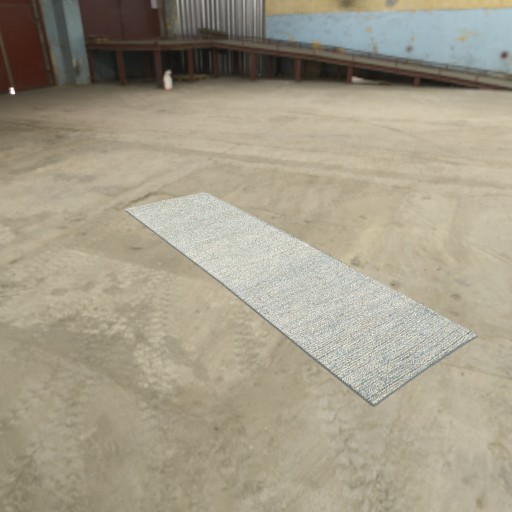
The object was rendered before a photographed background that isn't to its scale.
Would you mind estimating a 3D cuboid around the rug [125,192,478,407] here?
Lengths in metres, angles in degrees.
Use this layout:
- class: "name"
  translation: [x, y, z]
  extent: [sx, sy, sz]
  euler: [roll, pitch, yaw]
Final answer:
- class: "rug"
  translation: [0.000, 0.000, 2.559]
  extent: [0.675, 0.037, 2.341]
  euler: [-18, 32, -31]
